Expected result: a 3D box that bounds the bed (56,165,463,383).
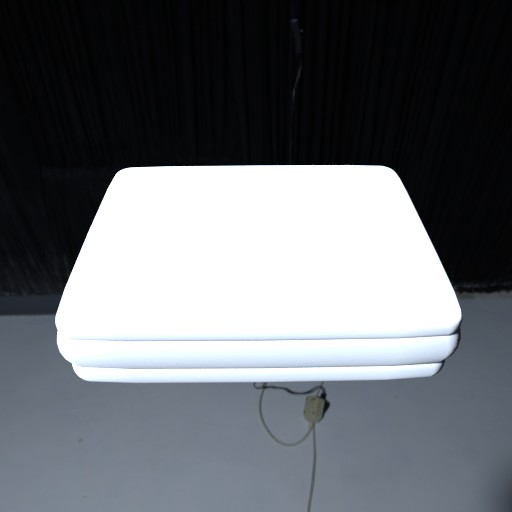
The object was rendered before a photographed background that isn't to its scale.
[{"bbox_3d":[0.000,0.000,2.686,2.036,0.460,1.520,-1,41,-1],"label":"bed"}]
